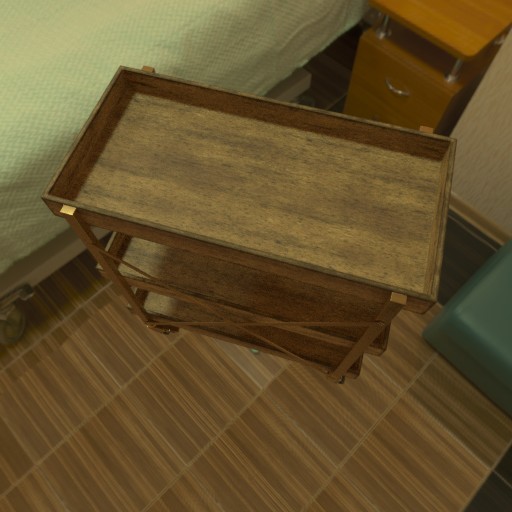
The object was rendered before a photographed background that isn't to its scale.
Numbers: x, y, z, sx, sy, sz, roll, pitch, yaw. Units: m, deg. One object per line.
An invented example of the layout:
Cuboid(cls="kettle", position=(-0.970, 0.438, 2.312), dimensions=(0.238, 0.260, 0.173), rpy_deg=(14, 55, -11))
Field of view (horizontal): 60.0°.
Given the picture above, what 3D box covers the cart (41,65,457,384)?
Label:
Cuboid(cls="cart", position=(0.000, 0.000, 1.234), dimensions=(0.750, 0.799, 0.416), rpy_deg=(15, 65, 7))
